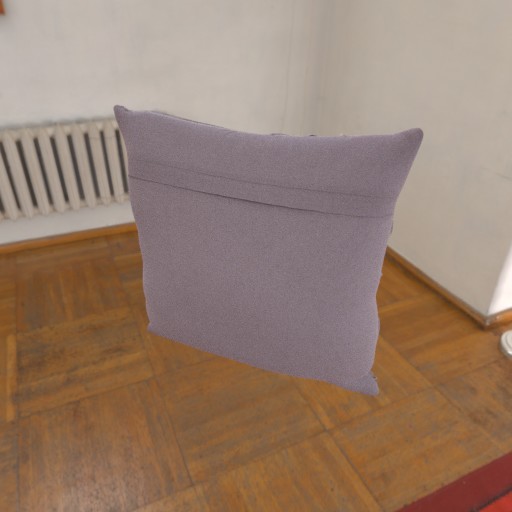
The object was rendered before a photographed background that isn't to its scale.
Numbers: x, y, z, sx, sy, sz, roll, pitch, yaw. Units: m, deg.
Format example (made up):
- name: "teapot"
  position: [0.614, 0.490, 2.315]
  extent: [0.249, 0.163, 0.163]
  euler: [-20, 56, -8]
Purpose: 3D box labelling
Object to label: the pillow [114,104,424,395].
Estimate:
- name: "pillow"
  position: [0.000, 0.000, 0.692]
  extent: [0.439, 0.440, 0.185]
  euler: [11, 34, 17]
